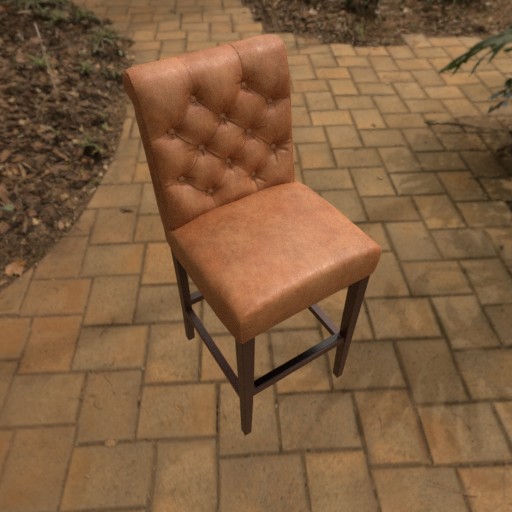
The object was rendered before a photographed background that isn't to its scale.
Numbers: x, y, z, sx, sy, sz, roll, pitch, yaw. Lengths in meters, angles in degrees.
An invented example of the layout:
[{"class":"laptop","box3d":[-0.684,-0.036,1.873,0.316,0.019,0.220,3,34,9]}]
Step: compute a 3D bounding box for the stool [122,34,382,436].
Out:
[{"class":"stool","box3d":[0.000,0.000,1.441,0.493,1.140,0.601,-25,52,-21]}]
